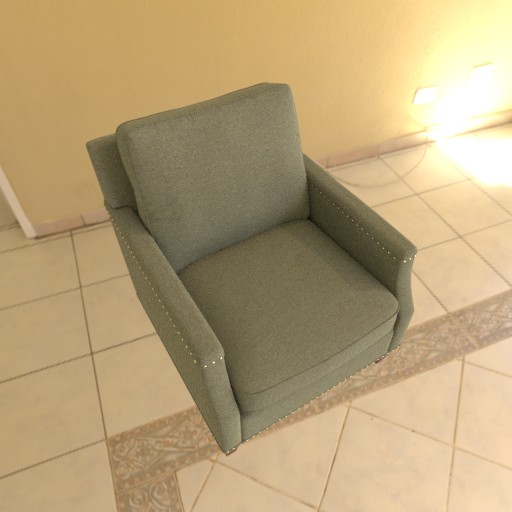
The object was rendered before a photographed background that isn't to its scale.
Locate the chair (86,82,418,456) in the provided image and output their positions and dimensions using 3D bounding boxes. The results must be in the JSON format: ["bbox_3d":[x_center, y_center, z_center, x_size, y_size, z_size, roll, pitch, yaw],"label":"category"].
[{"bbox_3d":[0.000,0.000,1.775,0.885,1.031,1.031,-24,51,-21],"label":"chair"}]
